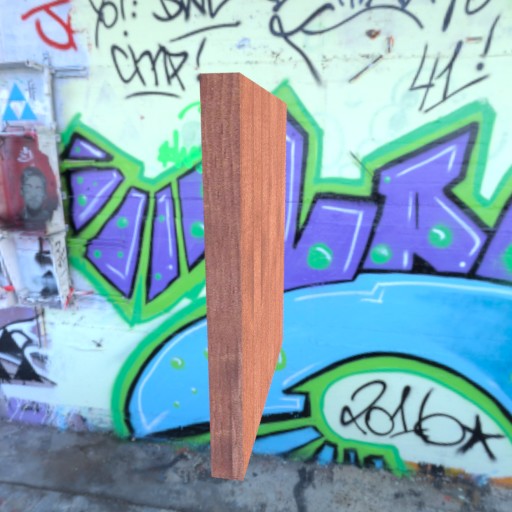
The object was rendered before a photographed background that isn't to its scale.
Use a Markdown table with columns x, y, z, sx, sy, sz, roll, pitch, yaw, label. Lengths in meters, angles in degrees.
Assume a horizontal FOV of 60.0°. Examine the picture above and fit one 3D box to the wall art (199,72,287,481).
| x | y | z | sx | sy | sz | roll | pitch | yaw | label |
| --- | --- | --- | --- | --- | --- | --- | --- | --- | --- |
| 0.000 | 0.000 | 0.648 | 0.039 | 0.449 | 0.377 | 3 | 15 | 10 | wall art |
